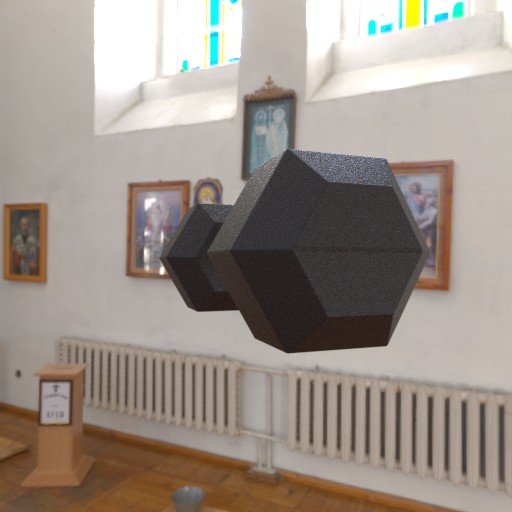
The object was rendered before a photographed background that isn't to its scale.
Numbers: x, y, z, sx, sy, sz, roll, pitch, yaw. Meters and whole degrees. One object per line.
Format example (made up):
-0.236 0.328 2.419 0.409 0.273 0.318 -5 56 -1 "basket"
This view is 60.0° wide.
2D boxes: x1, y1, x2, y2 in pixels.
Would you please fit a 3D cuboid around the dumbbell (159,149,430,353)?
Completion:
0.000 0.000 0.420 0.141 0.123 0.356 0 -1 -20 "dumbbell"
